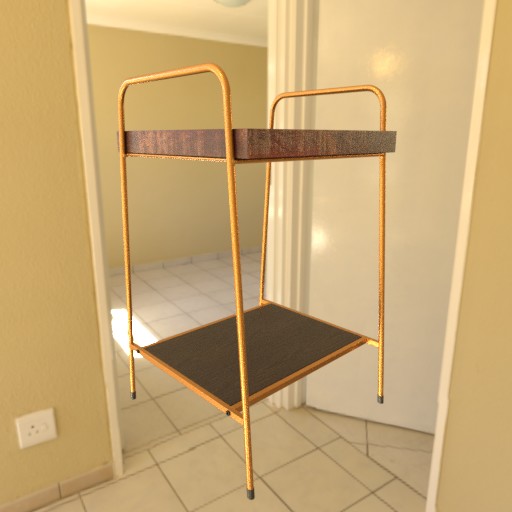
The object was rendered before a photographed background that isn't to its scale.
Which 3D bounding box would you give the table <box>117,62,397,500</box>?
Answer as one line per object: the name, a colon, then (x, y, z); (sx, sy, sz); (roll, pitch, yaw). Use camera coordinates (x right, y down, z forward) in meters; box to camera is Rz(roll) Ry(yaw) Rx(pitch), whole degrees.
table: (0.000, 0.000, 0.963); (0.430, 0.710, 0.430); (-14, 20, -41)
